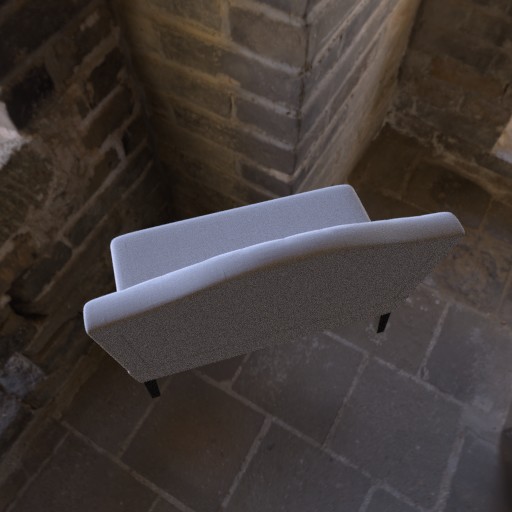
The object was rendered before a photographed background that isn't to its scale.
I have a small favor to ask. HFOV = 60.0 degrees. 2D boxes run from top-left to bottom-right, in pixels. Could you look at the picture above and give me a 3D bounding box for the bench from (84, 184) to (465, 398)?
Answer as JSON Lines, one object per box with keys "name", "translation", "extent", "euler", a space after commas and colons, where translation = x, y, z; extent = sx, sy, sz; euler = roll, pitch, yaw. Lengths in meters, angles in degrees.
{"name": "bench", "translation": [0.000, 0.000, 2.032], "extent": [1.335, 1.180, 0.815], "euler": [-14, 59, -9]}
